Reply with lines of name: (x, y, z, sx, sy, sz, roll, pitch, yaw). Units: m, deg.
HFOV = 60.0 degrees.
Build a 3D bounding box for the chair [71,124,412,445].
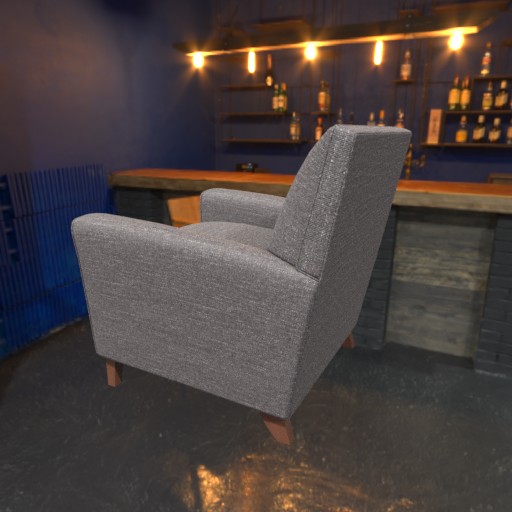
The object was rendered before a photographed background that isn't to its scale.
chair: (0.000, 0.000, 1.577, 0.875, 0.885, 0.838, 8, 18, 26)
